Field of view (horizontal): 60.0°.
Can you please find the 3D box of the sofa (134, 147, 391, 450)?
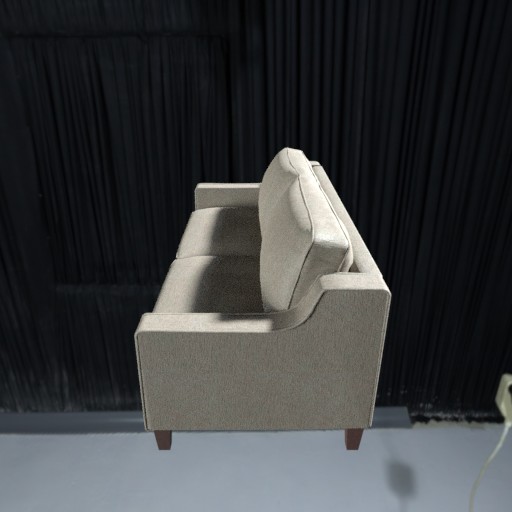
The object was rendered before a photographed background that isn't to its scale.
[{"bbox_3d":[0.000,0.000,2.846,1.073,1.074,2.181,0,25,0],"label":"sofa"}]
